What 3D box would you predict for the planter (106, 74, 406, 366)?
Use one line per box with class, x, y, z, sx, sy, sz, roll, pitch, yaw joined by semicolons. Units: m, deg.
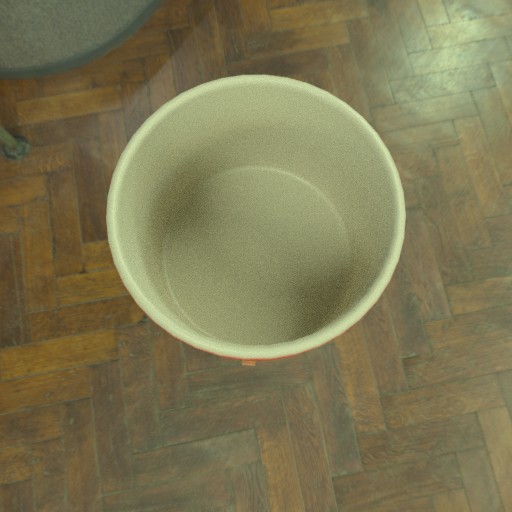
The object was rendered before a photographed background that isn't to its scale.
planter;0.000;0.000;0.561;0.269;0.379;0.269;0;76;0
